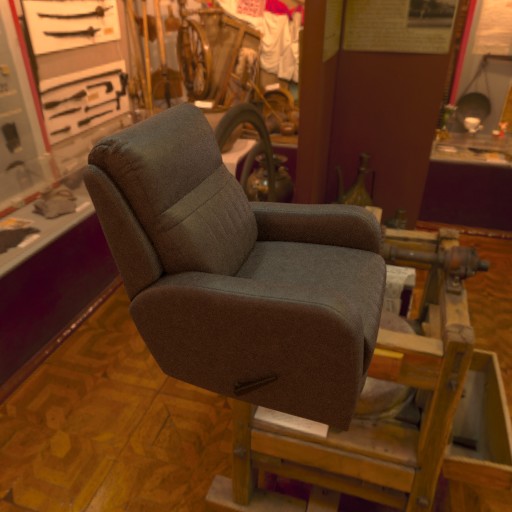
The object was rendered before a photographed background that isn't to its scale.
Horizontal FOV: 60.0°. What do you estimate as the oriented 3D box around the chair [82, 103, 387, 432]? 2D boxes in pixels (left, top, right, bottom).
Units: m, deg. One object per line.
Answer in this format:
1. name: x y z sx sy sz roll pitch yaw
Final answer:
1. chair: 0.000 0.000 1.845 1.067 1.067 0.865 10 33 16
